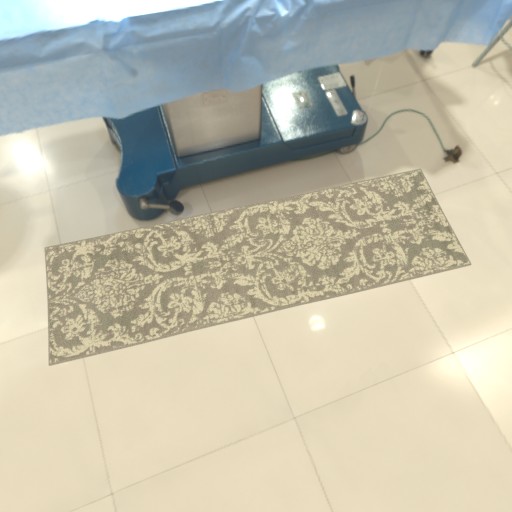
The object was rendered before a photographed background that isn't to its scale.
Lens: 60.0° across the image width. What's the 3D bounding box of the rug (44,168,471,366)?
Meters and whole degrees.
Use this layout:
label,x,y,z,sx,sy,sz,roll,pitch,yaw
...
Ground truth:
label,x,y,z,sx,sy,sz,roll,pitch,yaw
rug,0.000,0.000,2.375,2.196,0.011,0.662,-13,63,-6
